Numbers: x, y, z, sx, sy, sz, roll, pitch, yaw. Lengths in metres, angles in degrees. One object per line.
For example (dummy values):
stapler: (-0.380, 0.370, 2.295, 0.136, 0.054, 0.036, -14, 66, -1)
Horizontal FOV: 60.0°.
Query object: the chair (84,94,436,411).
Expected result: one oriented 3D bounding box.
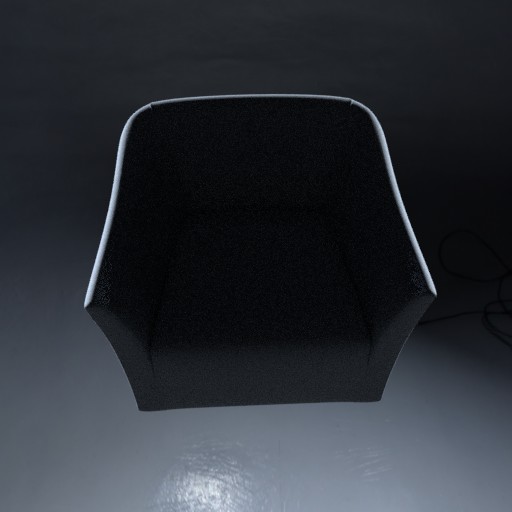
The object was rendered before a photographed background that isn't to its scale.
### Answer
chair: (0.000, 0.000, 1.366, 0.790, 0.720, 0.700, -2, 46, -2)
